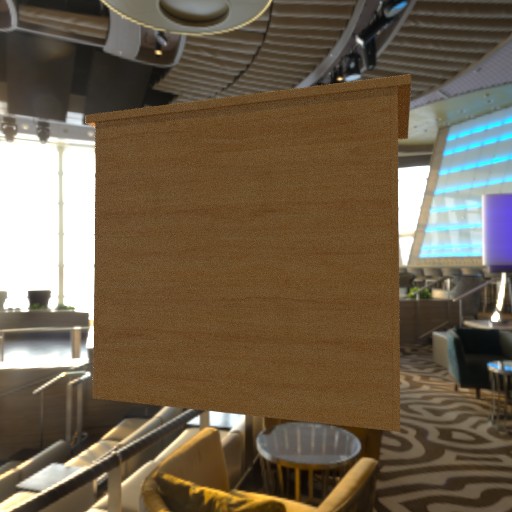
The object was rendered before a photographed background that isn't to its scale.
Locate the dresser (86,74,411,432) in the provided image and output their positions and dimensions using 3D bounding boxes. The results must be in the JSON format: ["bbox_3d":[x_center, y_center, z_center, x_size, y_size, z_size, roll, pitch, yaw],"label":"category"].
[{"bbox_3d":[0.000,0.000,1.215,0.800,0.730,0.410,0,-1,18],"label":"dresser"}]
